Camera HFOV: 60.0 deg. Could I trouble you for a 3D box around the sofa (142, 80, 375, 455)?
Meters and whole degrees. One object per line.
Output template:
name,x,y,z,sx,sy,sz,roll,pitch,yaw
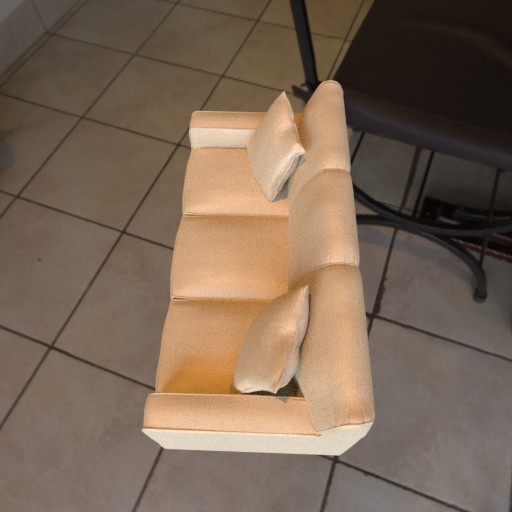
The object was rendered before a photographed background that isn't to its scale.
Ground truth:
sofa,0.000,0.000,2.549,0.997,0.958,2.024,2,59,1
